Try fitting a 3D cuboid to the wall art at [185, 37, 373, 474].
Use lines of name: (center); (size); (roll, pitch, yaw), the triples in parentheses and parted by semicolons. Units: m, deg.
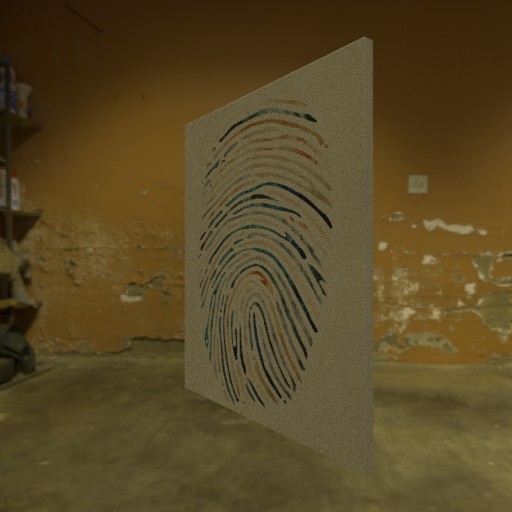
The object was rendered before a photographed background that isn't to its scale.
wall art: (0.000, 0.000, 0.966); (0.021, 0.710, 0.609); (0, 0, -37)
